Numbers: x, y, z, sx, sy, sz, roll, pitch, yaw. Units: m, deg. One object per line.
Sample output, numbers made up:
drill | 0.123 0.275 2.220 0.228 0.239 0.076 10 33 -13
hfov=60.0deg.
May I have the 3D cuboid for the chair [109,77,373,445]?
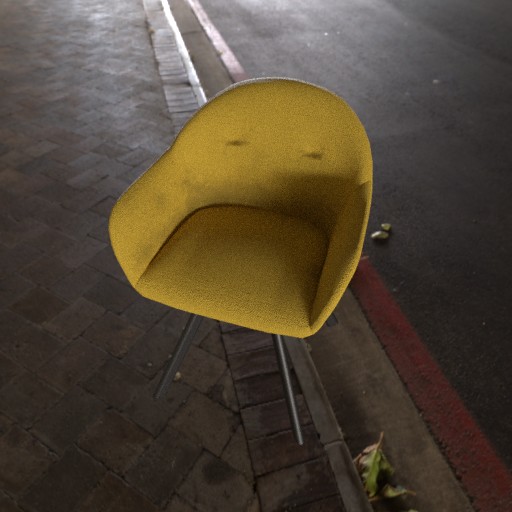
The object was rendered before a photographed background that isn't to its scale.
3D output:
chair | 0.000 0.000 1.198 0.545 0.775 0.565 13 43 14
